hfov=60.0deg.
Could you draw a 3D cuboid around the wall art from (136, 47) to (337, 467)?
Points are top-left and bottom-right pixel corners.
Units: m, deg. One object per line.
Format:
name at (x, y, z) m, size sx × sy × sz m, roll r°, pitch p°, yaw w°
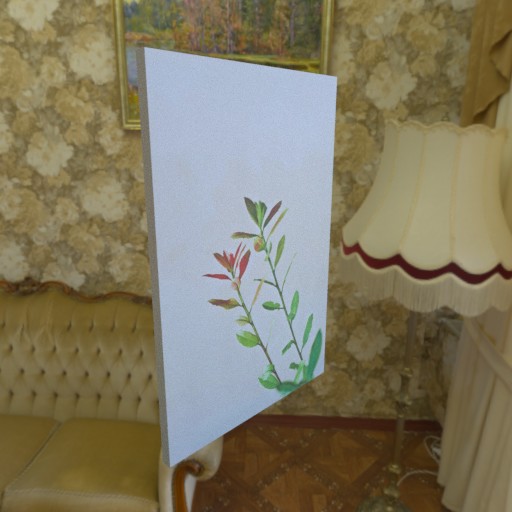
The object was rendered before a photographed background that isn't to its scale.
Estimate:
wall art at (0.000, 0.000, 1.435) m, size 0.038 × 1.143 × 0.764 m, roll 15°, pitch 21°, yaw 42°
